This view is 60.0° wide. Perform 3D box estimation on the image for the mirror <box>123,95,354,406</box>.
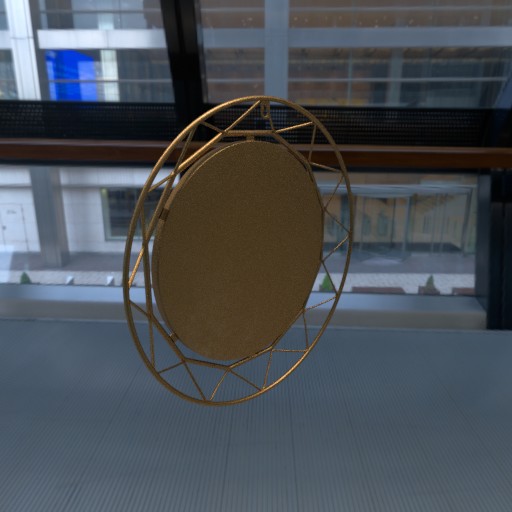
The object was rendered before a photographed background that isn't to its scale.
[{"bbox_3d":[0.000,0.000,0.668,0.454,0.454,0.043,-15,22,-42],"label":"mirror"}]
